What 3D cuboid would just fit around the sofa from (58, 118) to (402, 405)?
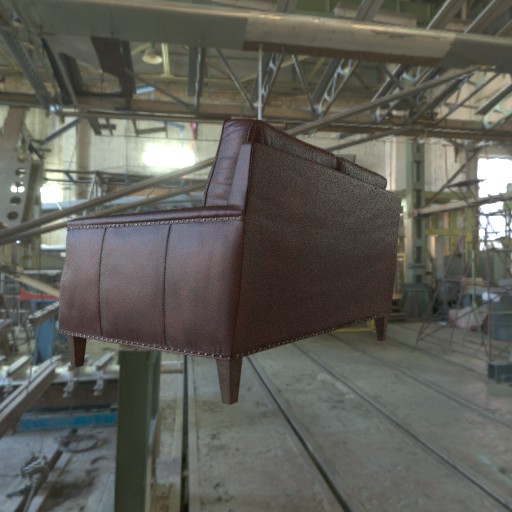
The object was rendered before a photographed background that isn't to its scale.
[{"bbox_3d":[0.000,0.000,2.318,1.083,1.003,1.628,0,-1,36],"label":"sofa"}]
